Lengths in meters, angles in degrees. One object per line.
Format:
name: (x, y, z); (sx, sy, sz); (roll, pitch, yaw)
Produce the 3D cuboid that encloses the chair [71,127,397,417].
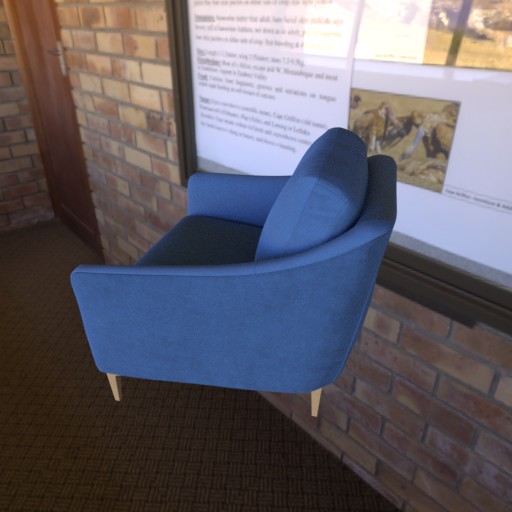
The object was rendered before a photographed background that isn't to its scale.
chair: (0.000, 0.000, 1.726); (0.961, 0.899, 0.987); (8, 30, 14)
